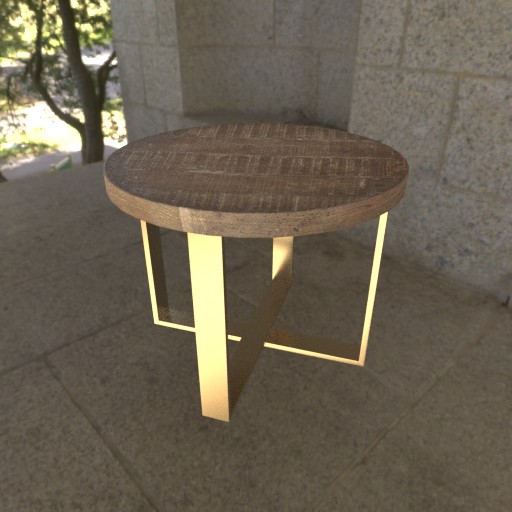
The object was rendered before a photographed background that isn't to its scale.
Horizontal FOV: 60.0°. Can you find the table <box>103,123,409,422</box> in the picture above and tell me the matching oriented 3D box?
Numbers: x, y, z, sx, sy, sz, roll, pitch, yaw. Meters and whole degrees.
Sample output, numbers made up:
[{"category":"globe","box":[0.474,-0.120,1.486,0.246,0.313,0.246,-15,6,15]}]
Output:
[{"category":"table","box":[0.000,0.000,0.947,0.557,0.437,0.557,0,29,0]}]
